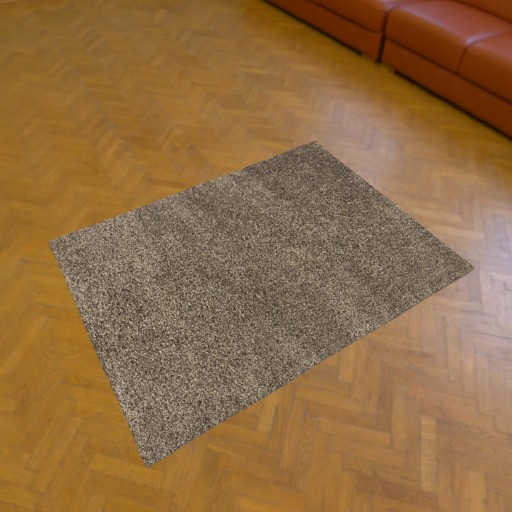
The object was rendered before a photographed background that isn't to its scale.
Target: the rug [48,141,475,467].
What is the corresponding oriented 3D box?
[{"bbox_3d":[0.000,0.000,2.072,1.601,0.025,1.198,-25,53,-21],"label":"rug"}]
